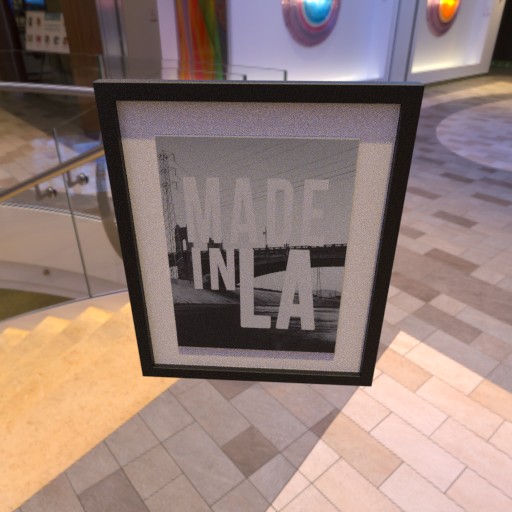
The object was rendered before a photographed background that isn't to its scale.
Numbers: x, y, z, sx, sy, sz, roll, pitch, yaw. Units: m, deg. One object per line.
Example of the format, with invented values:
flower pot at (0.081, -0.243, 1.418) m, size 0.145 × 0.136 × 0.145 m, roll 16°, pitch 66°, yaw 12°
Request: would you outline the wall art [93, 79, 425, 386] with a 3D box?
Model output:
wall art at (0.000, 0.000, 0.756) m, size 0.457 × 0.559 × 0.028 m, roll 2°, pitch 30°, yaw 3°
